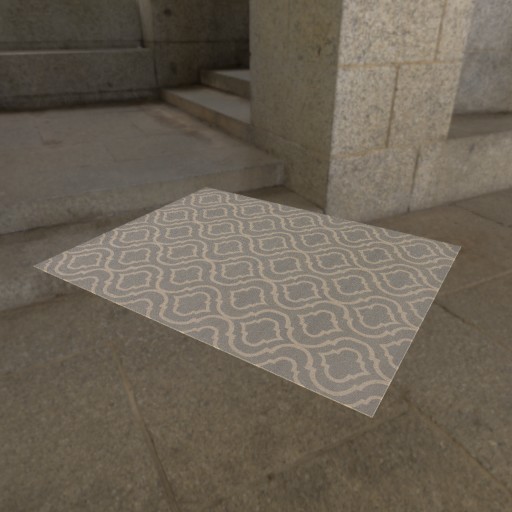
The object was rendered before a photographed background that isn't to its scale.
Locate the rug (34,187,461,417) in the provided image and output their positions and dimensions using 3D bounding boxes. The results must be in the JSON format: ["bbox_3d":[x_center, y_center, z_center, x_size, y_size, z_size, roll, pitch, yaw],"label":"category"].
[{"bbox_3d":[0.000,0.000,3.810,2.892,0.006,2.283,17,33,28],"label":"rug"}]
